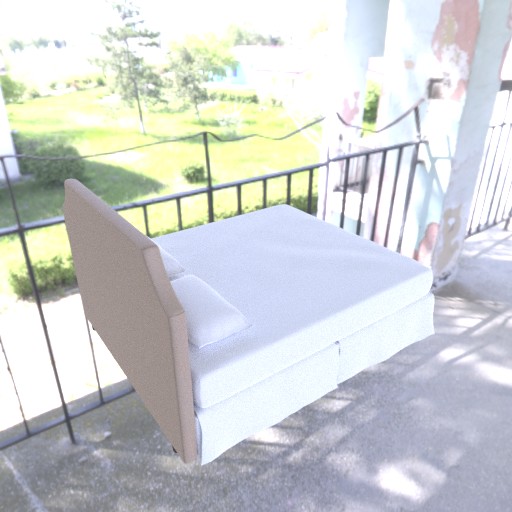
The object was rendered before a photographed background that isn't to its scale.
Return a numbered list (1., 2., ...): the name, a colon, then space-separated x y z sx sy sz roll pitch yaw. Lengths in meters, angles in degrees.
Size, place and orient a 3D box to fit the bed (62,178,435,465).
1. bed: 0.000 0.000 4.173 2.773 1.590 2.350 -18 32 -32
